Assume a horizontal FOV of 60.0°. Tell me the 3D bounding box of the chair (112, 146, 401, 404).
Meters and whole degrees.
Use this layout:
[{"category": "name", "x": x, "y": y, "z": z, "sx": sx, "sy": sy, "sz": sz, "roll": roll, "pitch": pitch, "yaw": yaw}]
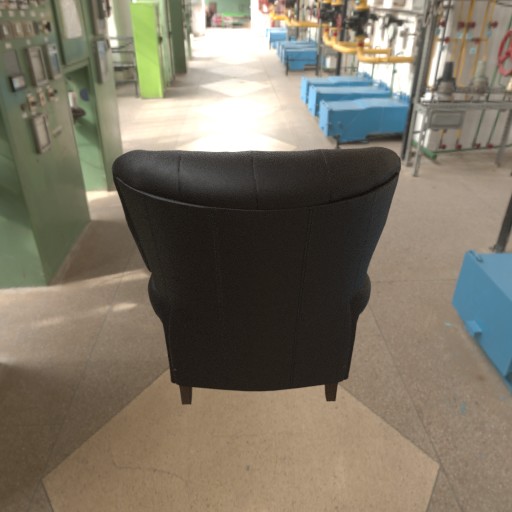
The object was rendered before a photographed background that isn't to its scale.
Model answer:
[{"category": "chair", "x": 0.000, "y": 0.000, "z": 1.939, "sx": 0.948, "sy": 1.158, "sz": 1.058, "roll": -1, "pitch": 30, "yaw": -1}]
